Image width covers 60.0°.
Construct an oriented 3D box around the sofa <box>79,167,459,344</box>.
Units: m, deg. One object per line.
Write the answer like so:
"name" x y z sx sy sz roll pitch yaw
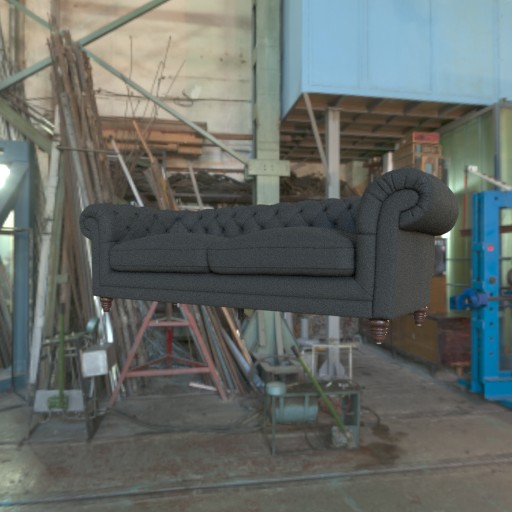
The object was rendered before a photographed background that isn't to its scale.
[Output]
"sofa" 0.000 0.000 2.785 2.362 0.762 0.991 0 0 35
